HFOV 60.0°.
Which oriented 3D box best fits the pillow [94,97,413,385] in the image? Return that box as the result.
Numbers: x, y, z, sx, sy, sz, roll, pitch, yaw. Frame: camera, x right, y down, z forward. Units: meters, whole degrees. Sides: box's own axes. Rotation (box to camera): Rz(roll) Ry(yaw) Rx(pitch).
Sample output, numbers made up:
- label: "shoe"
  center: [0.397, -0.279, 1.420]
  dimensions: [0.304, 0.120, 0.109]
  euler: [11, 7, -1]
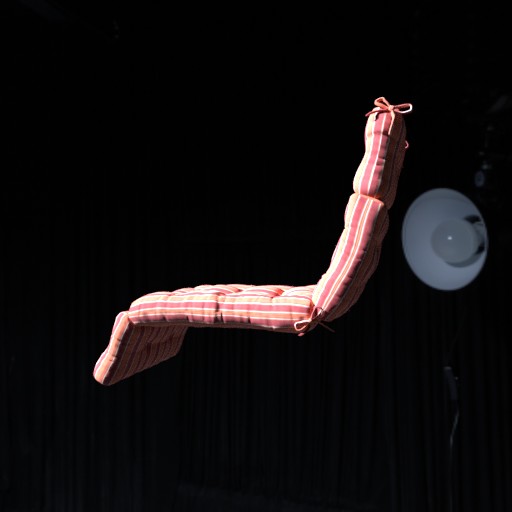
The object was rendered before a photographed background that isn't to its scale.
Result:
- label: "pillow"
  center: [0.000, 0.000, 1.543]
  dimensions: [1.016, 0.863, 0.526]
  euler: [0, 0, 18]
